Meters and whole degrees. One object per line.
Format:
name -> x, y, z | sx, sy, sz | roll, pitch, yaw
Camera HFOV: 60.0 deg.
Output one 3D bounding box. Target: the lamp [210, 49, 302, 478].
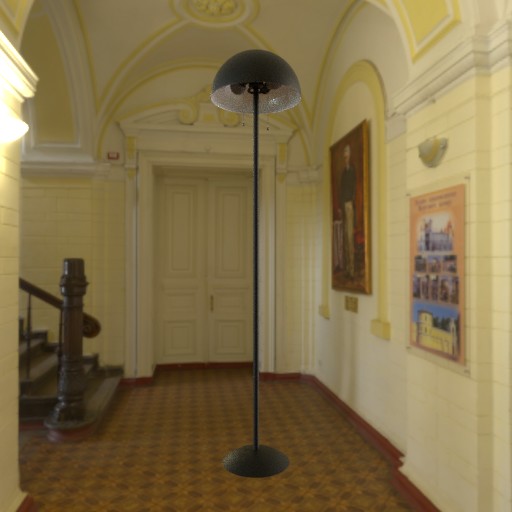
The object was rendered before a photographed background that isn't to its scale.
lamp -> 0.000, 0.000, 1.601 | 0.328, 1.480, 0.328 | 0, 0, 36
